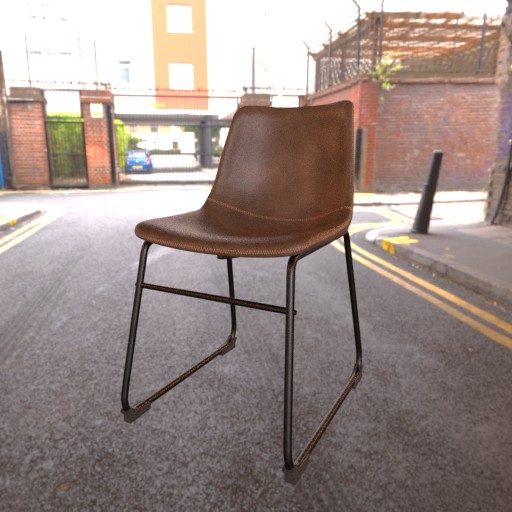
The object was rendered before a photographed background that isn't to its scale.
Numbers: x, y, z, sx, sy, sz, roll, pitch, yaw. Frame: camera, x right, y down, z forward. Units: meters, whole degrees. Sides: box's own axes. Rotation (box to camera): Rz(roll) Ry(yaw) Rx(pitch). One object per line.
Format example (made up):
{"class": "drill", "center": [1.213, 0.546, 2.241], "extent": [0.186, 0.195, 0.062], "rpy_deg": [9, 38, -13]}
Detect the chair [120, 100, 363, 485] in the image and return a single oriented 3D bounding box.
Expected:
{"class": "chair", "center": [0.000, 0.000, 1.123], "extent": [0.460, 0.780, 0.551], "rpy_deg": [7, 15, 27]}
